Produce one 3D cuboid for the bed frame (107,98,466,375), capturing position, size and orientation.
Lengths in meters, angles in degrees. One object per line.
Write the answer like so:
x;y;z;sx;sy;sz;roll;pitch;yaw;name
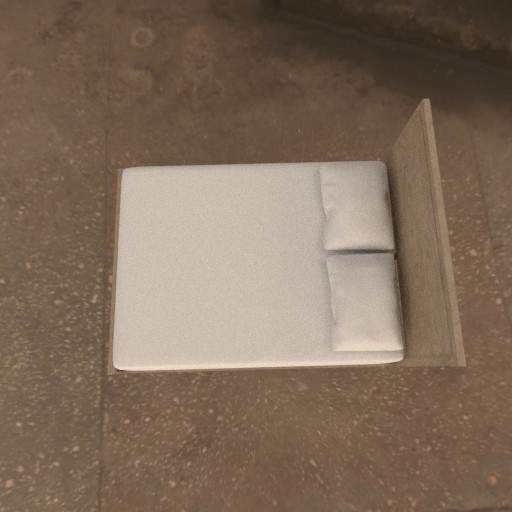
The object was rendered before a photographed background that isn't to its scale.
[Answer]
0.000;0.000;3.203;2.189;1.369;1.606;-2;76;0;bed frame
